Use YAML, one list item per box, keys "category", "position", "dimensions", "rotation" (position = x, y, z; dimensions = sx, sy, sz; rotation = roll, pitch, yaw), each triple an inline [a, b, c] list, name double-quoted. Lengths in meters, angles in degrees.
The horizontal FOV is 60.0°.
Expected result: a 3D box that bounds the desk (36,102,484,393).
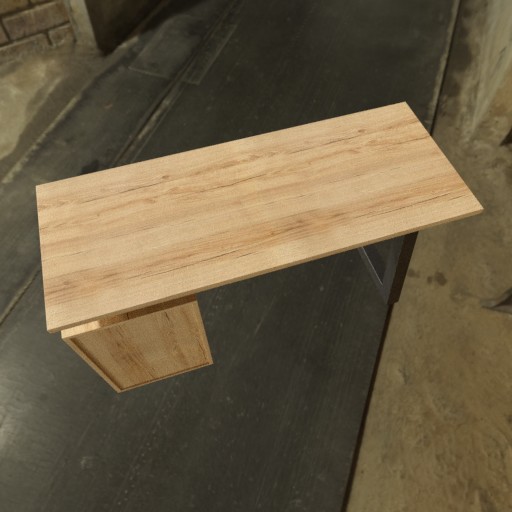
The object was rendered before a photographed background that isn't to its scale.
- category: "desk"
  position: [0.000, 0.000, 1.810]
  dimensions: [1.400, 0.760, 0.550]
  rotation: [-15, 60, -9]
